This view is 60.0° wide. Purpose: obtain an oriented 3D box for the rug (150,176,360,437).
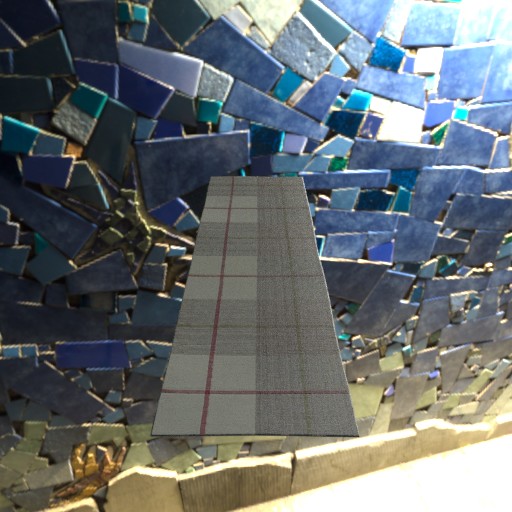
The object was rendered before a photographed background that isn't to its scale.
[{"bbox_3d":[0.000,0.000,2.639,0.762,0.013,2.439,0,32,0],"label":"rug"}]
